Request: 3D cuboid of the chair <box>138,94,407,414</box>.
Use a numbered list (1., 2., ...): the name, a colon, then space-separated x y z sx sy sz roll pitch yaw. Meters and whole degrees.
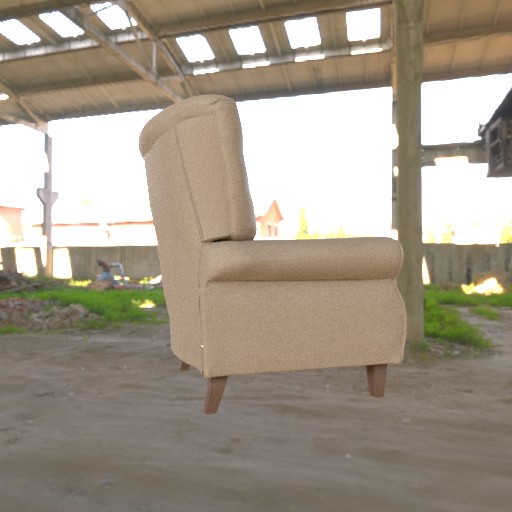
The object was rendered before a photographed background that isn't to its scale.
1. chair: 0.000 0.000 2.010 1.041 1.138 0.999 0 -1 -17
